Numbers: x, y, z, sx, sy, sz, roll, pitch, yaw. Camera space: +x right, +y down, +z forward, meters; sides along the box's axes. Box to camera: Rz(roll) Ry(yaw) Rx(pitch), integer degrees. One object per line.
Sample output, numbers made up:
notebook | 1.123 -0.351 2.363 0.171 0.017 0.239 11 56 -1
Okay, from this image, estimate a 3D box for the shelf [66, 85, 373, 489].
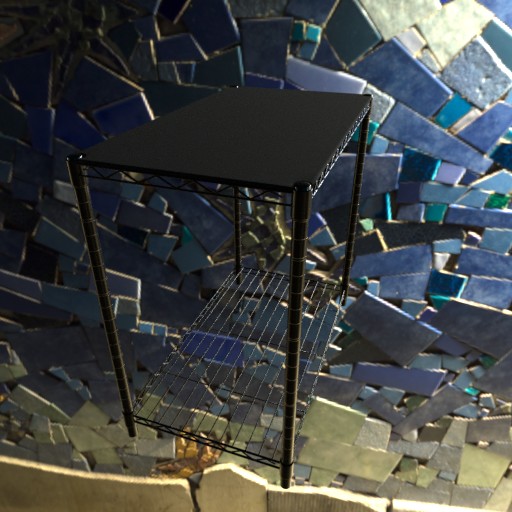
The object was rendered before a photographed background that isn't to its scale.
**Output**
shelf | 0.000 0.000 0.919 0.338 0.564 0.589 10 32 17
